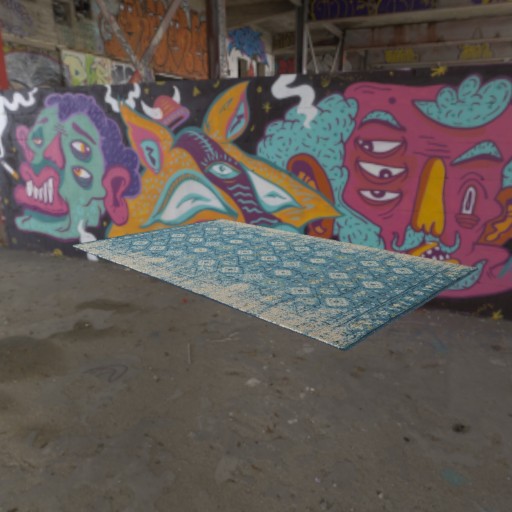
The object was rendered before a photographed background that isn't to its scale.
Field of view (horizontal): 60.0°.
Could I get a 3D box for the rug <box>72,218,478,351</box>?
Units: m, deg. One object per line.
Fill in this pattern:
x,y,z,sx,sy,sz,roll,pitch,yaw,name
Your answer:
0.000,0.000,3.080,2.449,0.015,1.530,14,21,42,rug
